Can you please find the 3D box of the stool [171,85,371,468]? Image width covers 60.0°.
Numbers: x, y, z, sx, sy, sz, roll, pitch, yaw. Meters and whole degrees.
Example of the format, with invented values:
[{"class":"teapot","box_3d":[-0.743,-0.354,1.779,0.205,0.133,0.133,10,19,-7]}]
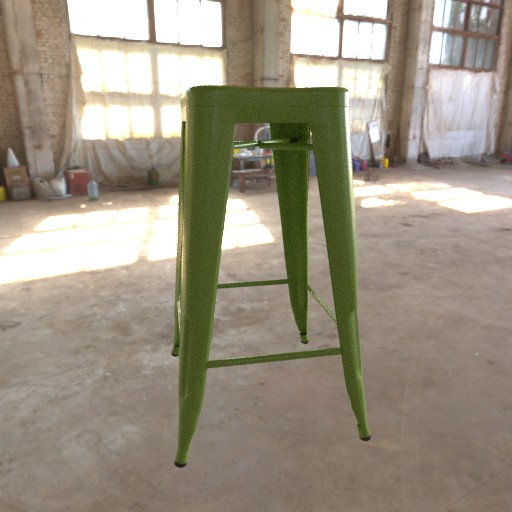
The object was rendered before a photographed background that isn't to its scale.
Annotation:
[{"class":"stool","box_3d":[0.000,0.000,0.871,0.358,0.609,0.398,-3,18,-10]}]
